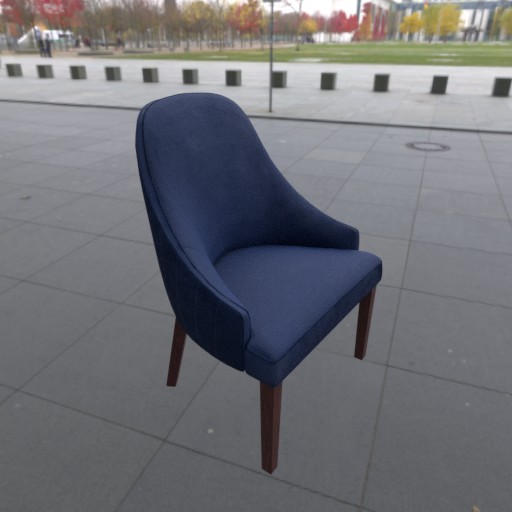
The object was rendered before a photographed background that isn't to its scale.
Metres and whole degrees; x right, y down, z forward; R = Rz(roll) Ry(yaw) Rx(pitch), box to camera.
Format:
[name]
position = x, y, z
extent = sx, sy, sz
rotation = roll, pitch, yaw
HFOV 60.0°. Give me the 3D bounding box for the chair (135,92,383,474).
[chair]
position = 0.000, 0.000, 1.331
extent = 0.575, 0.889, 0.643
rotation = 18, 31, 32
